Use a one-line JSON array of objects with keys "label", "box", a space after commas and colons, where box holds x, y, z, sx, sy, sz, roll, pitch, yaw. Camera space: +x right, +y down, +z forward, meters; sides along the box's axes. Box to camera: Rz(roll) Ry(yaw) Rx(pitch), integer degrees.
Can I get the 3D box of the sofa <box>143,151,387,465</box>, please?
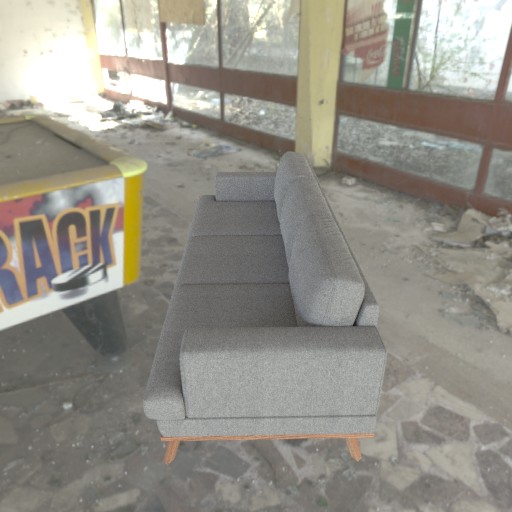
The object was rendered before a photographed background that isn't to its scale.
[{"label": "sofa", "box": [0.000, 0.000, 2.687, 0.920, 0.810, 2.310, -1, 27, -1]}]
